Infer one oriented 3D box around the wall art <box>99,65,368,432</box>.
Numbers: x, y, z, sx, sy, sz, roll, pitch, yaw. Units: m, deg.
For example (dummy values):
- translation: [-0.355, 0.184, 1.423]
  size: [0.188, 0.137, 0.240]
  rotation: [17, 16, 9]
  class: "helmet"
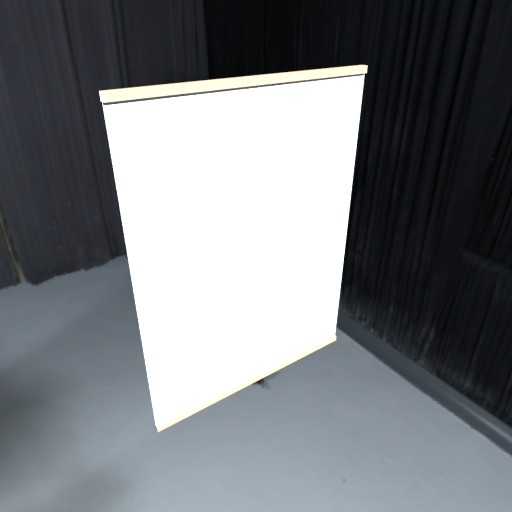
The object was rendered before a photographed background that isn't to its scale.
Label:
- translation: [0.000, 0.000, 0.801]
  size: [0.459, 0.608, 0.012]
  rotation: [-19, 35, -30]
  class: "wall art"
